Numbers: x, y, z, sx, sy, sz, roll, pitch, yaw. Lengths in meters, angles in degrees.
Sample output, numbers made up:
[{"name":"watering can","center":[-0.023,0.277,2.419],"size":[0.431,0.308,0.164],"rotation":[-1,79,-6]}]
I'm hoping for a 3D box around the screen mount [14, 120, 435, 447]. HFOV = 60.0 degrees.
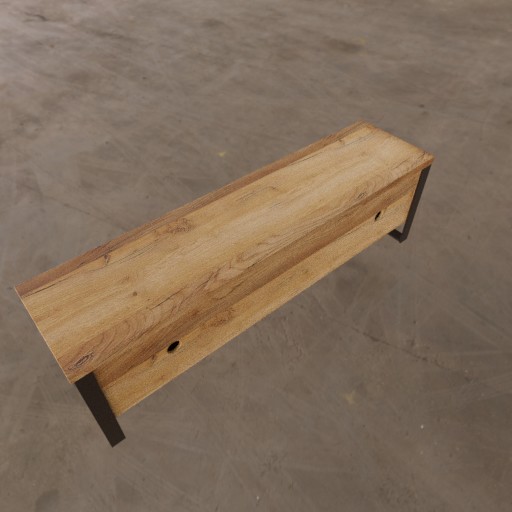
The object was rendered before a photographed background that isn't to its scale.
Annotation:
[{"name":"screen mount","center":[0.000,0.000,1.689],"size":[1.524,0.450,0.395],"rotation":[-31,53,-27]}]
